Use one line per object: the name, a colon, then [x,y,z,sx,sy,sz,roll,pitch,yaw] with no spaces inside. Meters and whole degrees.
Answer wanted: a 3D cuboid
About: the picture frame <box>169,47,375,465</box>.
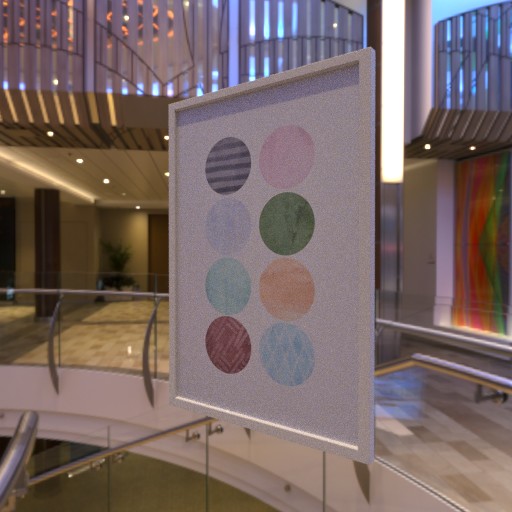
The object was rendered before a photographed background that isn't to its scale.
picture frame: [0.000,0.000,0.556,0.305,0.434,0.013,1,1,37]
